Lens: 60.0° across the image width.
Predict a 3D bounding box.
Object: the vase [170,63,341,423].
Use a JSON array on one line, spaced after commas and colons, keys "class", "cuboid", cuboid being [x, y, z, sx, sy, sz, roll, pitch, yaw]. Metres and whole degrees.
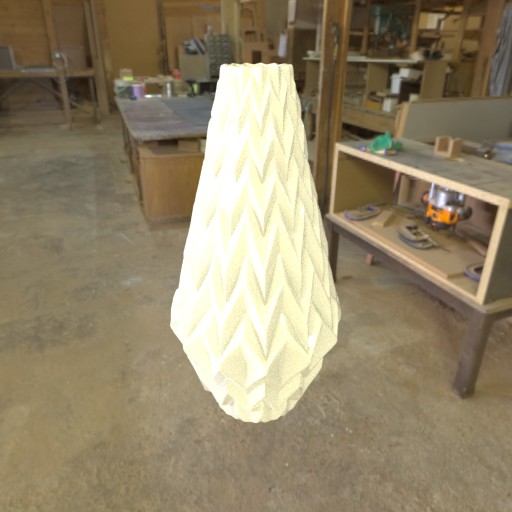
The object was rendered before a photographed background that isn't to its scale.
[{"class": "vase", "cuboid": [0.000, 0.000, 0.413, 0.167, 0.328, 0.167, 0, 26, 0]}]
